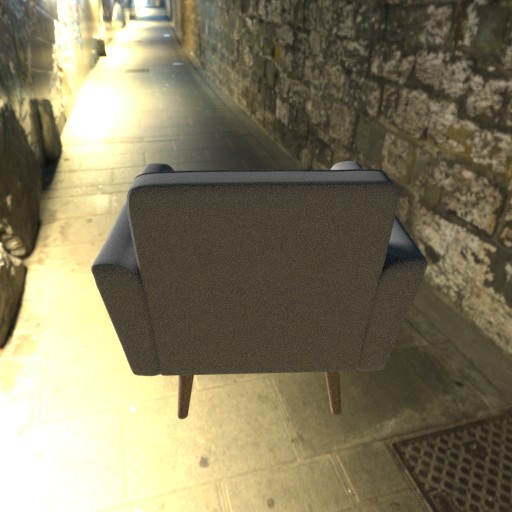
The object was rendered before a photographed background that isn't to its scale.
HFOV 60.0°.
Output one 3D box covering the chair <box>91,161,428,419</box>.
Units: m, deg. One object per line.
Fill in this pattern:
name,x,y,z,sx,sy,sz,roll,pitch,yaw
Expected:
chair,0.000,0.000,1.401,0.780,0.780,0.750,-1,30,-2
